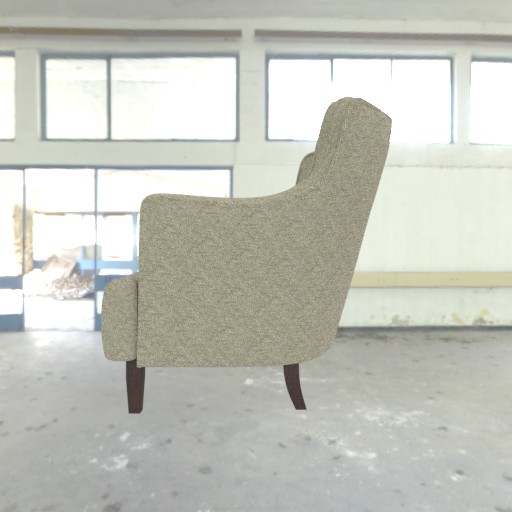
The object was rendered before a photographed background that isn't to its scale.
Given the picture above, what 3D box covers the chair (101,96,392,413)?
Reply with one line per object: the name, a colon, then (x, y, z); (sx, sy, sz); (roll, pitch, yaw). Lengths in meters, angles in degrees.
chair: (0.000, 0.000, 1.659); (0.910, 0.920, 0.820); (0, 0, 0)
